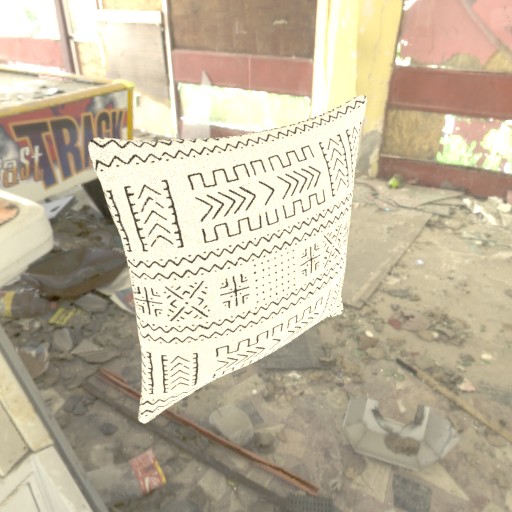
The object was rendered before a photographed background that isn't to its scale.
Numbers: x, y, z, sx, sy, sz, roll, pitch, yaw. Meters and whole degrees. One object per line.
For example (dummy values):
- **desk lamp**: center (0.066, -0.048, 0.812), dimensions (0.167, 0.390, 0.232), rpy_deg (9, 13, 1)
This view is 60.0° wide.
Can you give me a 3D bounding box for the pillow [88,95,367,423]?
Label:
- **pillow**: center (0.000, 0.000, 0.673), dimensions (0.438, 0.430, 0.164), rpy_deg (-21, 36, -32)
